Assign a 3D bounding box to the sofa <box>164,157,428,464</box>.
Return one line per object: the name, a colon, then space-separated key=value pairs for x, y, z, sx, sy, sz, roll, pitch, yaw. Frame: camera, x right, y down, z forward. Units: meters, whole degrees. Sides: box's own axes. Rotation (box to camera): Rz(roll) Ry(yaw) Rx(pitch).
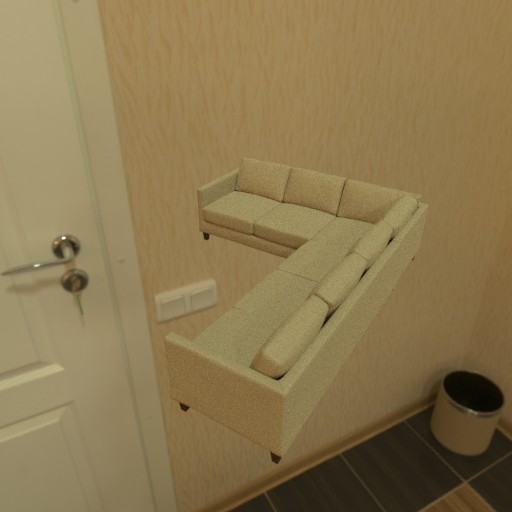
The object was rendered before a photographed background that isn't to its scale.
sofa: x=0.000 y=0.000 z=4.319 sx=2.432 sy=0.863 sz=3.182 roll=18 pitch=35 yaw=28
